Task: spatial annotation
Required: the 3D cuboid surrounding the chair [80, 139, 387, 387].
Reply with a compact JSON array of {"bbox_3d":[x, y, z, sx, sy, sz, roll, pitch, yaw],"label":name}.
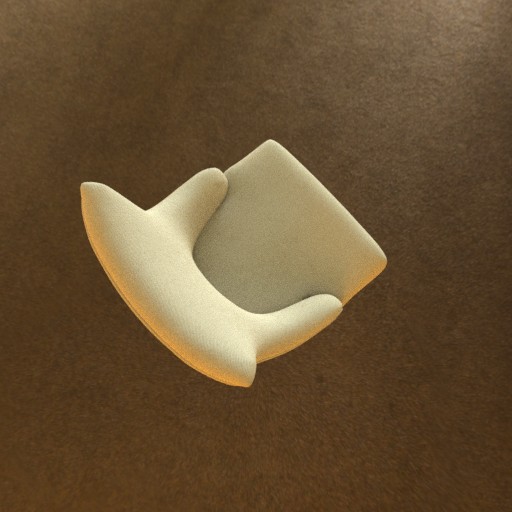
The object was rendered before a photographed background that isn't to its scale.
[{"bbox_3d":[0.000,0.000,1.299,0.629,0.909,0.566,-40,79,-9],"label":"chair"}]
